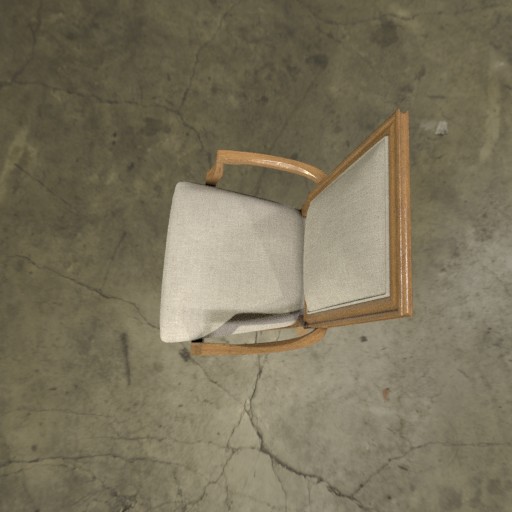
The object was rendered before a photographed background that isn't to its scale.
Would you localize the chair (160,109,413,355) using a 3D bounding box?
[{"bbox_3d":[0.000,0.000,1.338,0.602,0.990,0.606,3,77,1],"label":"chair"}]
